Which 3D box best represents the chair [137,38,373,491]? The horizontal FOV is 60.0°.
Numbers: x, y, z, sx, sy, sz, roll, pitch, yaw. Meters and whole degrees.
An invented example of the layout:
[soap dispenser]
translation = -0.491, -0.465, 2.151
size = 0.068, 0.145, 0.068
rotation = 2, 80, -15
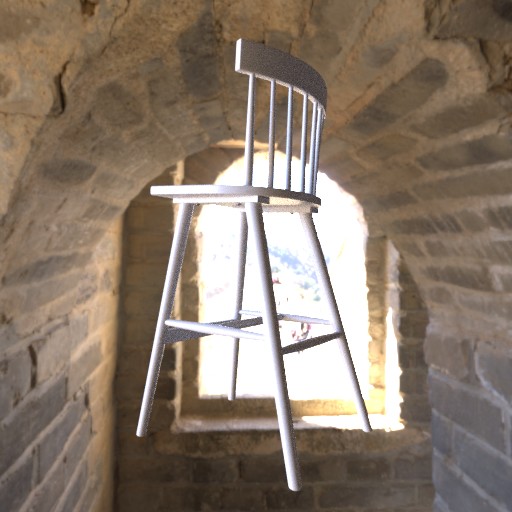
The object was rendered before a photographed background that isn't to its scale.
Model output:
[chair]
translation = 0.000, 0.000, 1.371
size = 0.572, 1.092, 0.483
rotation = -1, -1, 36
